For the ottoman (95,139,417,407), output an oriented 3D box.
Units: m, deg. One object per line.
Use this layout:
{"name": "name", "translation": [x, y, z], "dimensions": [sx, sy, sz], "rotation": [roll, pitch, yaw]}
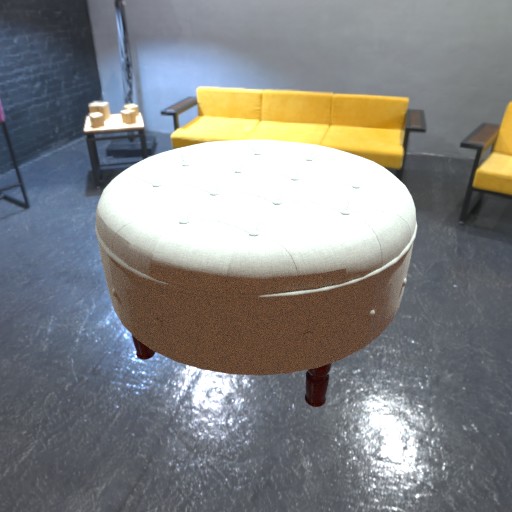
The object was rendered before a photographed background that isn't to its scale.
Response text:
{"name": "ottoman", "translation": [0.000, 0.000, 1.308], "dimensions": [0.850, 0.483, 0.850], "rotation": [0, 31, 0]}
